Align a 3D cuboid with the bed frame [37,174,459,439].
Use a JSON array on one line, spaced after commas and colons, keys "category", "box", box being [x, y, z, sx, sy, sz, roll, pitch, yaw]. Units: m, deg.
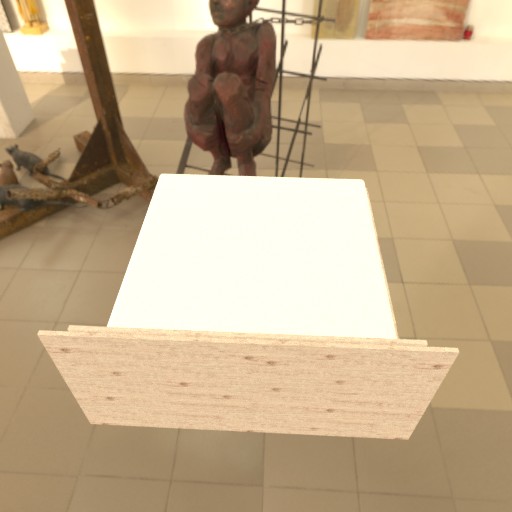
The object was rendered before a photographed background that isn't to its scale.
[{"category": "bed frame", "box": [0.000, 0.000, 3.109, 1.950, 0.970, 2.080, 2, 45, 2]}]
